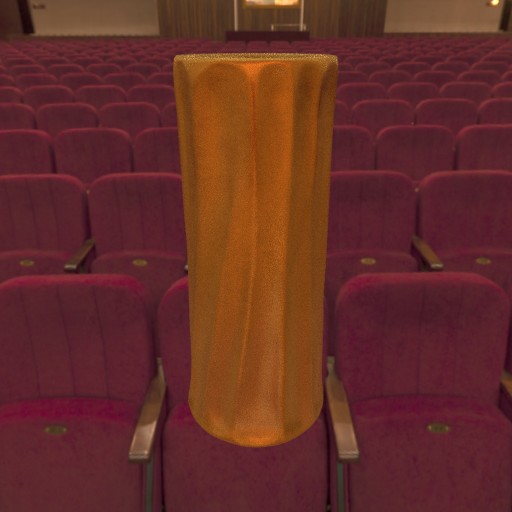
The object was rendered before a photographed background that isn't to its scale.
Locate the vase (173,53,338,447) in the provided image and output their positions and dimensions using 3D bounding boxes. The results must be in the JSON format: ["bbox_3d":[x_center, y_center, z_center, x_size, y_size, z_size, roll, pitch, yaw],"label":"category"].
[{"bbox_3d":[0.000,0.000,0.173,0.061,0.143,0.061,0,26,0],"label":"vase"}]
